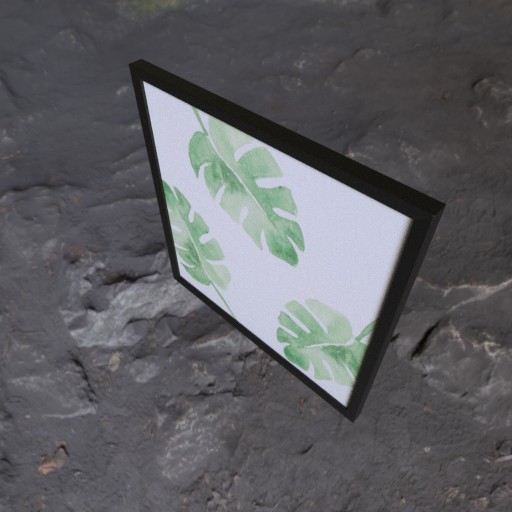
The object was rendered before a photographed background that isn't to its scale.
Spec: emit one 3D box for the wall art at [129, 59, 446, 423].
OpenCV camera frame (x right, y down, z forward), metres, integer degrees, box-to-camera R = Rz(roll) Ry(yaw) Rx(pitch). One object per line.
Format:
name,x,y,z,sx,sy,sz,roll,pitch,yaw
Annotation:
wall art,0.000,0.000,1.129,0.765,0.765,0.038,34,56,28
